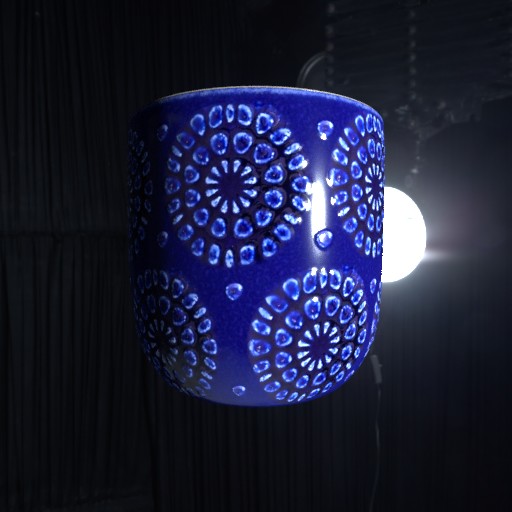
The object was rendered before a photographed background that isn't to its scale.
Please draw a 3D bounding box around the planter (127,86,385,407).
[{"bbox_3d":[0.000,0.000,0.196,0.109,0.112,0.109,0,1,0],"label":"planter"}]
